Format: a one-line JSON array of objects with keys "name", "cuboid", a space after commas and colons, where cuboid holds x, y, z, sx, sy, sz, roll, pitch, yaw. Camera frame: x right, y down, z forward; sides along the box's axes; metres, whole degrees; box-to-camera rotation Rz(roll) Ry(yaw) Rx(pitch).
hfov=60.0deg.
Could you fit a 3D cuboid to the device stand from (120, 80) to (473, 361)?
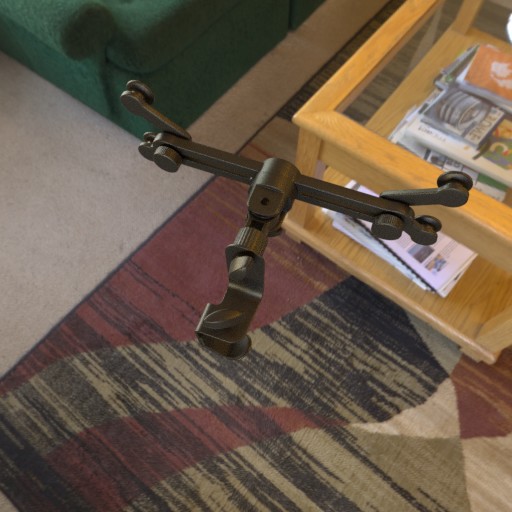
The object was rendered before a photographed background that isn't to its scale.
[{"name": "device stand", "cuboid": [0.000, 0.000, 0.366, 0.270, 0.166, 0.142, 18, 65, 9]}]
